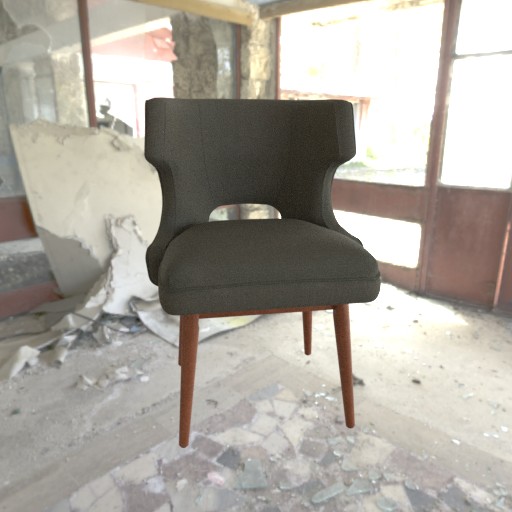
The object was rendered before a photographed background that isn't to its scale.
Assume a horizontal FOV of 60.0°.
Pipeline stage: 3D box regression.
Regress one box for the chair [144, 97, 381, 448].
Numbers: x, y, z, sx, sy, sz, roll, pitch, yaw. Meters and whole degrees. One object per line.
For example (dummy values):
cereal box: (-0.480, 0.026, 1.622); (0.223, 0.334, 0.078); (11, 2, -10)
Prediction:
chair: (0.000, 0.000, 1.243); (0.595, 0.863, 0.581); (-3, 16, -9)
